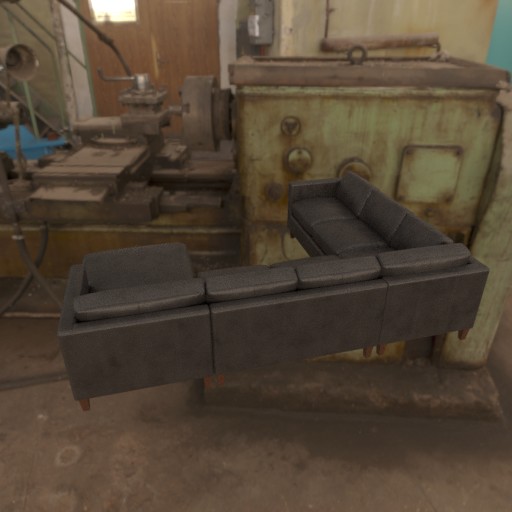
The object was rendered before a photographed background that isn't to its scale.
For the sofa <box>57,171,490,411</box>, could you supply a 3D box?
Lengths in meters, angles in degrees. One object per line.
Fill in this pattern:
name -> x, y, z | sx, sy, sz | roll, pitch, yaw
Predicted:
sofa -> 0.000, 0.000, 4.416 | 3.324, 0.891, 2.452 | -7, 29, -13
